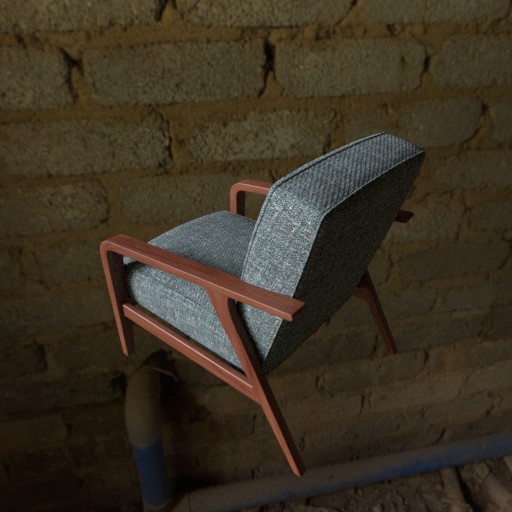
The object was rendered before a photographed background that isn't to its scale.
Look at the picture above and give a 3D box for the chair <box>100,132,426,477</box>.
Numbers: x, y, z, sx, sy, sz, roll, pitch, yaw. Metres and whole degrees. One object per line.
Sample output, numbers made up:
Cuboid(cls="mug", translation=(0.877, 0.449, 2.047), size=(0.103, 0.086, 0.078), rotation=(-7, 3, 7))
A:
Cuboid(cls="chair", translation=(0.000, 0.000, 1.543), size=(0.889, 0.864, 0.719), rotation=(22, 37, 33))
